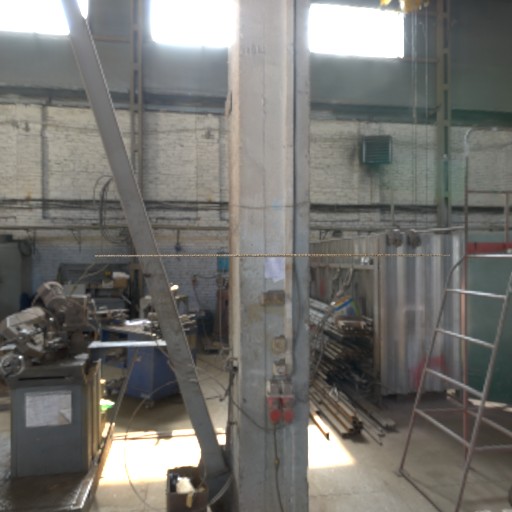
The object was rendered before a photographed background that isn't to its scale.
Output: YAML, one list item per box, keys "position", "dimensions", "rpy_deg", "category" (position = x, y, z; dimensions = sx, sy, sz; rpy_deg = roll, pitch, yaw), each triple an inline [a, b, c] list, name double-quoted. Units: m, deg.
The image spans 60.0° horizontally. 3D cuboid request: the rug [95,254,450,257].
- position: [0.000, 0.000, 3.008]
  dimensions: [2.432, 0.006, 1.520]
  rpy_deg: [0, 0, 36]
  category: "rug"
